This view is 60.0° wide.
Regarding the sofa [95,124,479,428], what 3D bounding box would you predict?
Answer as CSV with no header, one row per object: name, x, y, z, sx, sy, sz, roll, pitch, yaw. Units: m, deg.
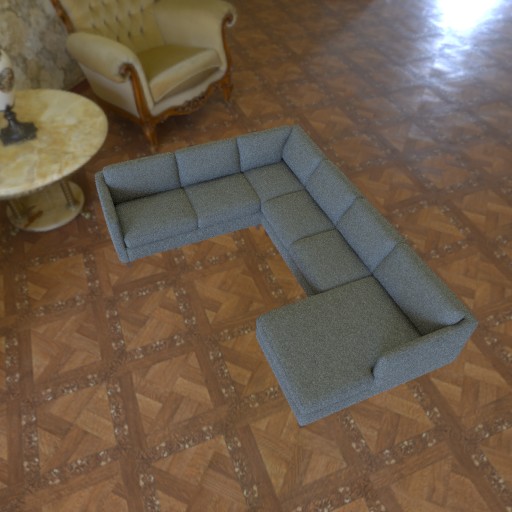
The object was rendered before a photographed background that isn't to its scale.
sofa,0.000,0.000,4.379,2.551,0.853,3.238,-17,49,-15
